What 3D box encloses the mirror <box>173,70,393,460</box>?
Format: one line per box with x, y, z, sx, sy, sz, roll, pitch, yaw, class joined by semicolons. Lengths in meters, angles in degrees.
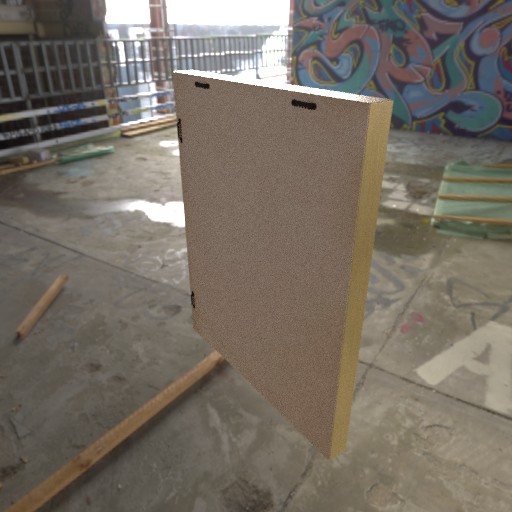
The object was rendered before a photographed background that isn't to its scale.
0.000;0.000;0.692;0.041;0.508;0.405;-19;33;-32;mirror
